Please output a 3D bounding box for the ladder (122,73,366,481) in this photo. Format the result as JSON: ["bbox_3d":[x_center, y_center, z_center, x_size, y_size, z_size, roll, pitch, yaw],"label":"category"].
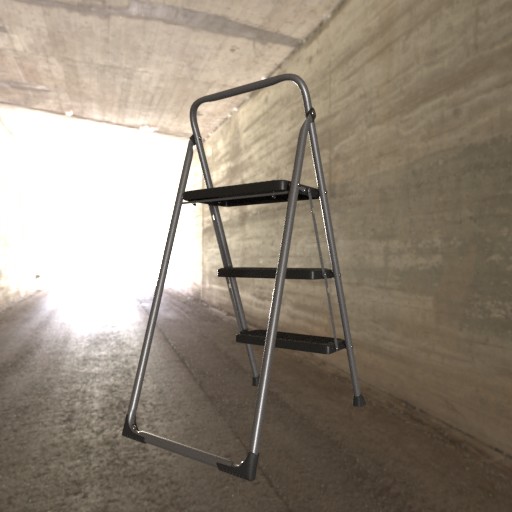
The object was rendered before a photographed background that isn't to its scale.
[{"bbox_3d":[0.000,0.000,1.291,0.430,0.945,0.629,0,-1,35],"label":"ladder"}]
